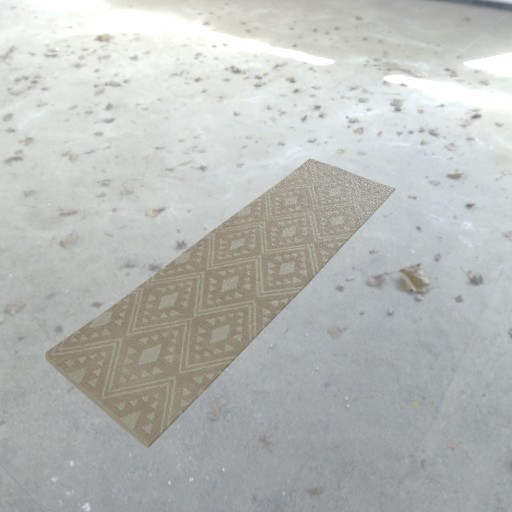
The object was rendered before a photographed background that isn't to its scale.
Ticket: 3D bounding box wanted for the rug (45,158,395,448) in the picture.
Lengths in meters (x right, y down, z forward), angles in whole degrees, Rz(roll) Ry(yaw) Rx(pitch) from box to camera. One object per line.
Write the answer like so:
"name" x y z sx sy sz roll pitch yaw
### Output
"rug" 0.000 0.000 2.724 0.752 0.051 2.452 27 48 27
